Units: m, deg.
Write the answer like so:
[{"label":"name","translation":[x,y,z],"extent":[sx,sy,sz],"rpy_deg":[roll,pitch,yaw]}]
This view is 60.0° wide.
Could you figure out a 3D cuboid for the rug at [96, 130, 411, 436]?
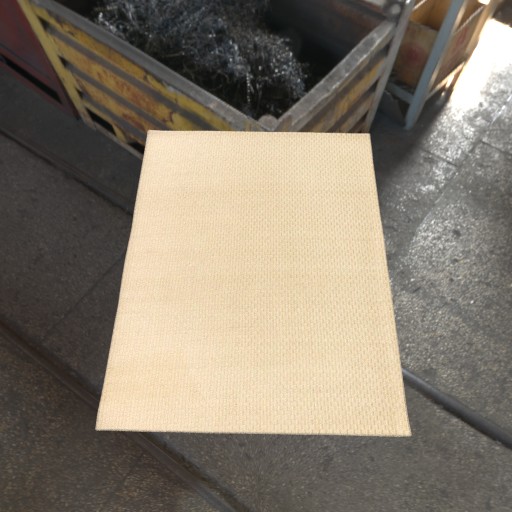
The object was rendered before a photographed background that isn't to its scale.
[{"label":"rug","translation":[0.000,0.000,3.868],"extent":[2.277,0.035,2.897],"rpy_deg":[1,62,0]}]
